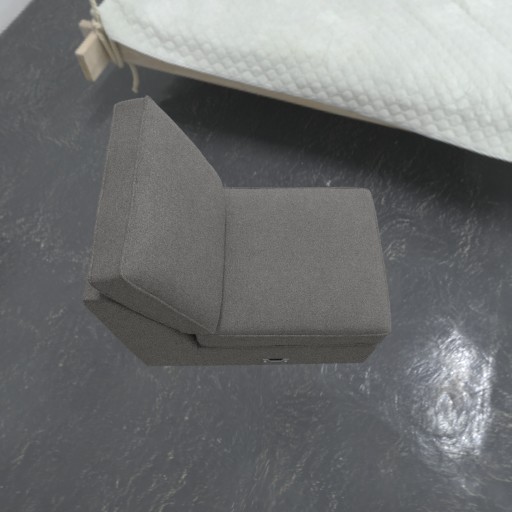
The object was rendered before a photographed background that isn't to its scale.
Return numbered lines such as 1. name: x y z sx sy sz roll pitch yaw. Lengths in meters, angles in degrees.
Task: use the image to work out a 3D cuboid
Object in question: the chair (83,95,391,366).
1. chair: 0.000 0.000 1.607 0.938 0.970 0.621 -1 63 0
